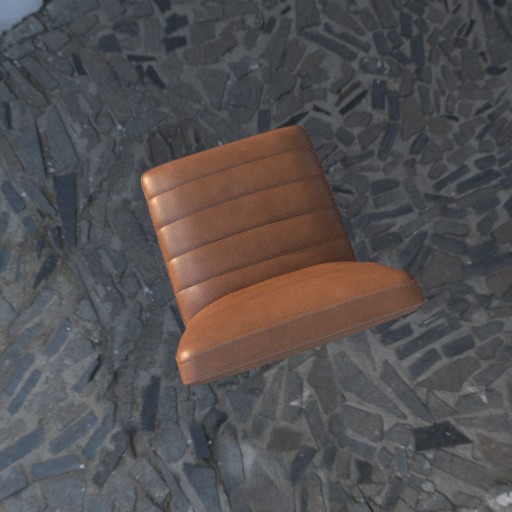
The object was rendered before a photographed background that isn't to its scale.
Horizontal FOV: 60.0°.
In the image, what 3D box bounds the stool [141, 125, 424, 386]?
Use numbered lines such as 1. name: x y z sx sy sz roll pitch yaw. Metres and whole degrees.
1. stool: 0.000 0.000 1.224 0.458 0.940 0.556 -18 77 -4
